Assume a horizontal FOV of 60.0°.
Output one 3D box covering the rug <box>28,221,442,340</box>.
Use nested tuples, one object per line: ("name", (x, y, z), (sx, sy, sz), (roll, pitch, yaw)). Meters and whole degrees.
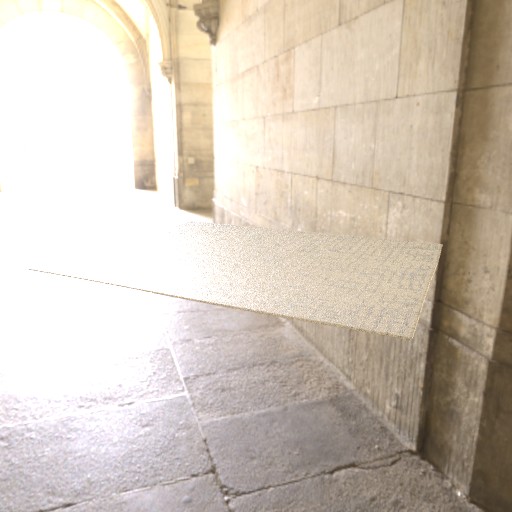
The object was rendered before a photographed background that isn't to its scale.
("rug", (0.000, 0.000, 4.098), (3.061, 0.014, 2.447), (7, 17, 25))
